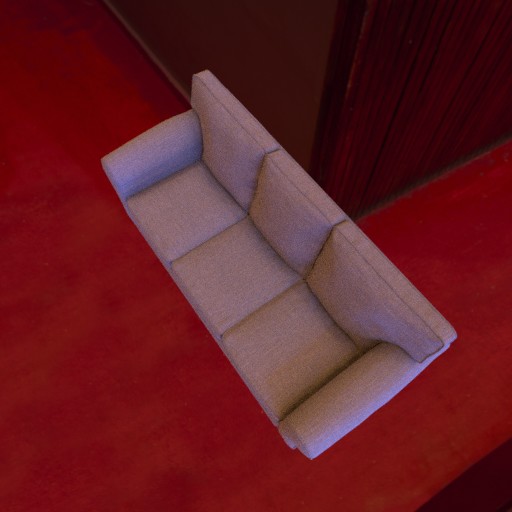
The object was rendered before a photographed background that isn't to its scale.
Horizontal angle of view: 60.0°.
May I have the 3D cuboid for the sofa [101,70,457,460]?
[{"bbox_3d":[0.000,0.000,2.591,0.916,0.961,2.084,-33,68,-15],"label":"sofa"}]
